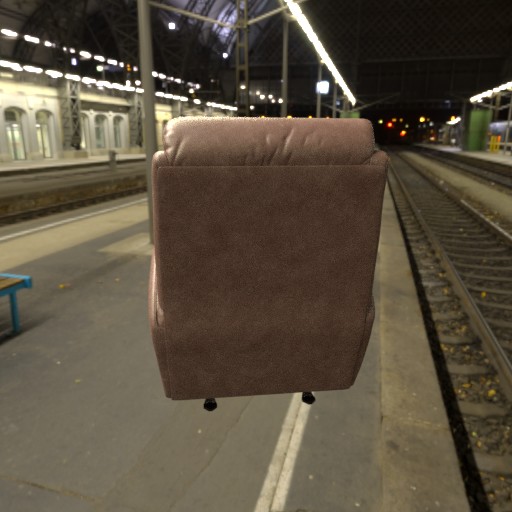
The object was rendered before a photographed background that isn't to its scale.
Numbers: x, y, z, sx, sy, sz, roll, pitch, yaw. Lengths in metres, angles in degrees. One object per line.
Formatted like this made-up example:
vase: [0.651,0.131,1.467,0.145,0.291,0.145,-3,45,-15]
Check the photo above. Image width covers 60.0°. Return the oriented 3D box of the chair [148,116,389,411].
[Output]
chair: [0.000,0.000,1.832,0.865,1.067,1.067,-2,15,-6]
